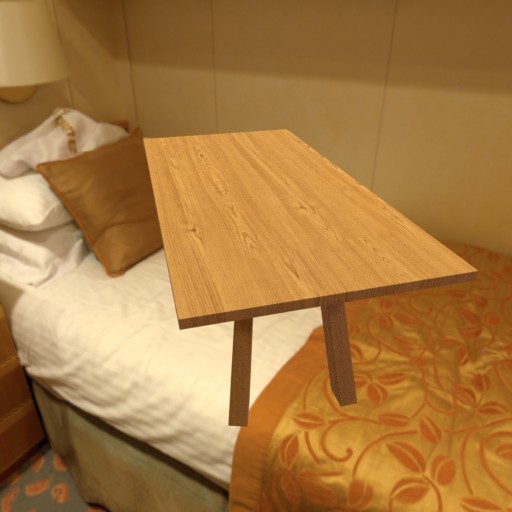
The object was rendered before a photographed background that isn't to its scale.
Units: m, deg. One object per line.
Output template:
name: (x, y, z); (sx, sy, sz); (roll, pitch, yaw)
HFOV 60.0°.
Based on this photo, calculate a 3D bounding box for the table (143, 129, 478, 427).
table: (0.000, 0.000, 2.172); (0.901, 0.750, 1.797); (-8, 31, -13)
